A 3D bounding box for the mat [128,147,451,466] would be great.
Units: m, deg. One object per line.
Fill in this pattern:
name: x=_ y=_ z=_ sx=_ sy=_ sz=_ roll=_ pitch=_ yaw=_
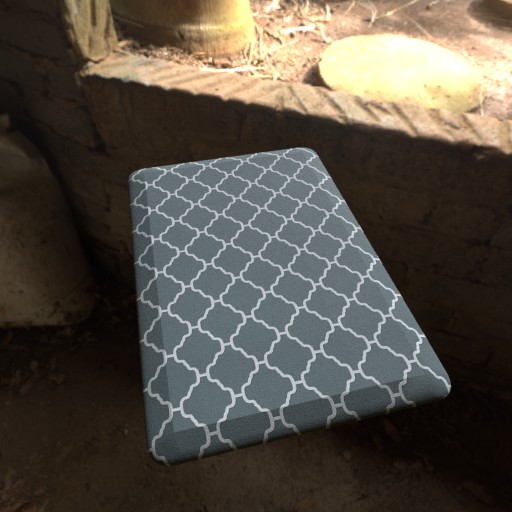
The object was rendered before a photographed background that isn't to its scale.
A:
mat: x=0.000 y=0.000 z=0.940 sx=0.508 sy=0.021 sz=0.762 roll=-10 pitch=47 yaw=-9
